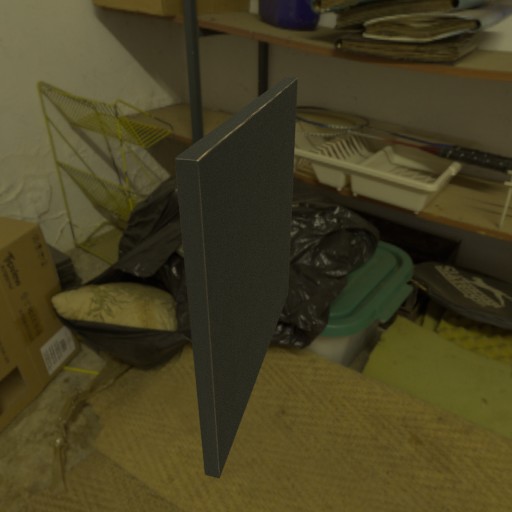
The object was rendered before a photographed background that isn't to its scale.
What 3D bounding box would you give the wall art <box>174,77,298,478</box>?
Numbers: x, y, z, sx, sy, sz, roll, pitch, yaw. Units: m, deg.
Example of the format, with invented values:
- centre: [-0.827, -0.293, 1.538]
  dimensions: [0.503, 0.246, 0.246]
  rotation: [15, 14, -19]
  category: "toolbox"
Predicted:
- centre: [0.000, 0.000, 0.460]
  dimensions: [0.015, 0.303, 0.304]
  rotation: [8, 32, 13]
  category: "wall art"
